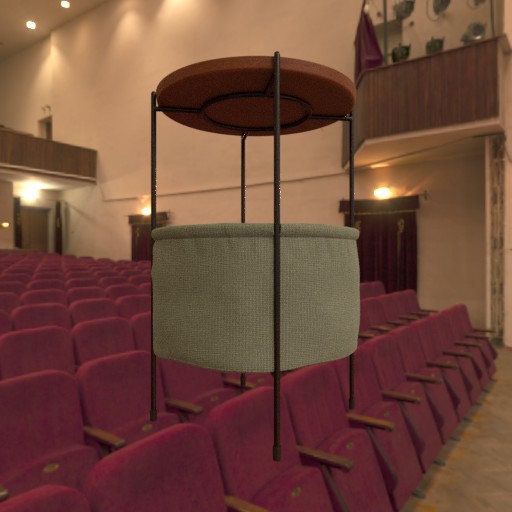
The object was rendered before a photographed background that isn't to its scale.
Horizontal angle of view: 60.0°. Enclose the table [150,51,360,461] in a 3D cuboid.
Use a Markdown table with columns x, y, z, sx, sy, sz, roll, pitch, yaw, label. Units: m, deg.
| x | y | z | sx | sy | sz | roll | pitch | yaw | label |
| --- | --- | --- | --- | --- | --- | --- | --- | --- | --- |
| 0.000 | 0.000 | 0.873 | 0.400 | 0.623 | 0.400 | 0 | 0 | 36 | table |
